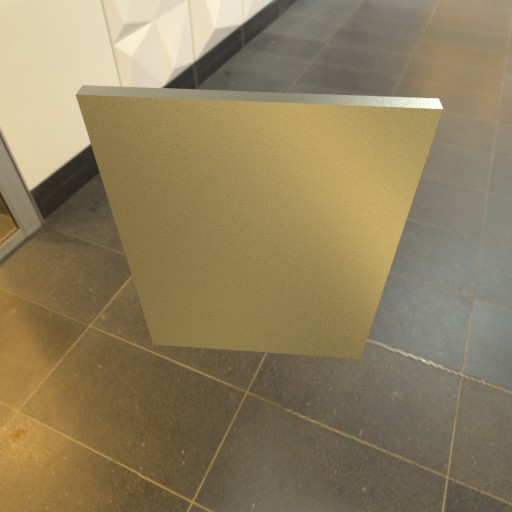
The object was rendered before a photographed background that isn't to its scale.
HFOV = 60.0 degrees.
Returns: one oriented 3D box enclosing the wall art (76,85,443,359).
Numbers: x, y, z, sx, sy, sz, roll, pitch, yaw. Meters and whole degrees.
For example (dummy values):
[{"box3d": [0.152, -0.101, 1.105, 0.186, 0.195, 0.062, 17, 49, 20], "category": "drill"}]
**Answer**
[{"box3d": [0.000, 0.000, 0.750, 0.444, 0.569, 0.025, 3, 47, 3], "category": "wall art"}]
